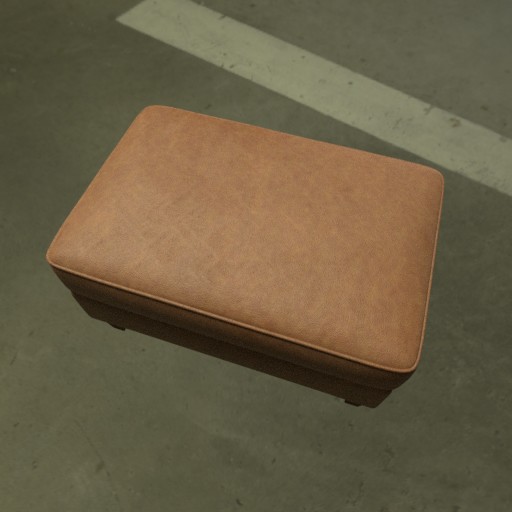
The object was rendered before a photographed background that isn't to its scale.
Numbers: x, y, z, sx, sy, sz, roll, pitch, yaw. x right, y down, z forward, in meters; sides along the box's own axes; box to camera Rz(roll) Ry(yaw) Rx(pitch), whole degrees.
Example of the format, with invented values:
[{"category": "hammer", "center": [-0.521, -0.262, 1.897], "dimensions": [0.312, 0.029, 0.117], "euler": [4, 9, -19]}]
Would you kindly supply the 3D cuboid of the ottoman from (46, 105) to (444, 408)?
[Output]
[{"category": "ottoman", "center": [0.000, 0.000, 1.221], "dimensions": [0.864, 0.483, 0.584], "euler": [16, 60, 9]}]
